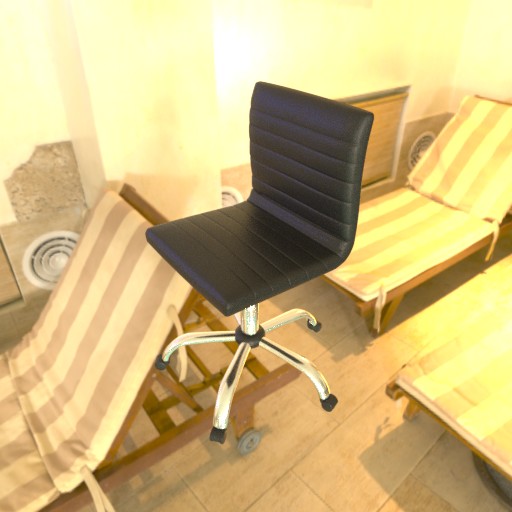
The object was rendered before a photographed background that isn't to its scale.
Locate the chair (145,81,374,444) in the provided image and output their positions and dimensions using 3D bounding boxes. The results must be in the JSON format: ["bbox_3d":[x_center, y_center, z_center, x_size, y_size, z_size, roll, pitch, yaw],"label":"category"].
[{"bbox_3d":[0.000,0.000,1.159,0.530,0.780,0.556,-22,39,-30],"label":"chair"}]
